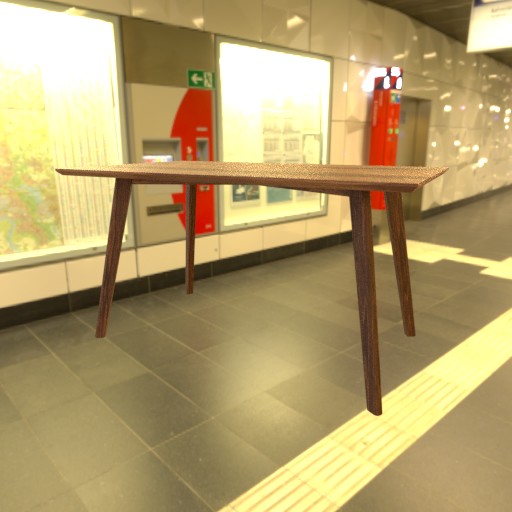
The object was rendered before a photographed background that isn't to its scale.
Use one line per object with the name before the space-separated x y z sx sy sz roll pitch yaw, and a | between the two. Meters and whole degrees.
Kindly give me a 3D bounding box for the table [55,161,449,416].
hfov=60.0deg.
table | 0.000 0.000 1.855 1.349 0.724 0.801 8 16 27
